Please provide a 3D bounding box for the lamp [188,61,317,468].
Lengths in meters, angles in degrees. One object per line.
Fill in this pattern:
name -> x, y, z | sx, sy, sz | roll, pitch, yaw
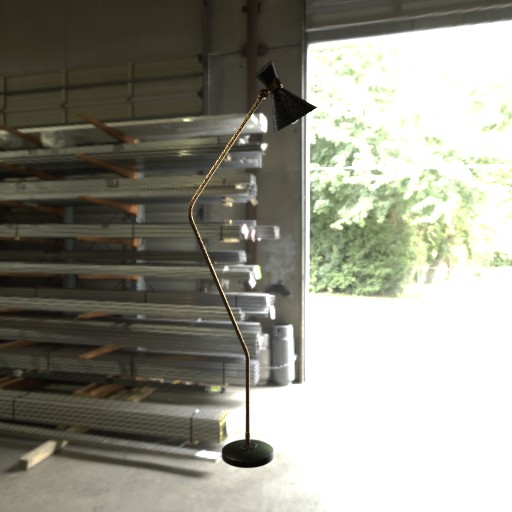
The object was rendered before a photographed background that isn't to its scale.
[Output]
lamp -> 0.000, 0.000, 1.644 | 0.467, 1.438, 0.277 | 0, -1, 0
